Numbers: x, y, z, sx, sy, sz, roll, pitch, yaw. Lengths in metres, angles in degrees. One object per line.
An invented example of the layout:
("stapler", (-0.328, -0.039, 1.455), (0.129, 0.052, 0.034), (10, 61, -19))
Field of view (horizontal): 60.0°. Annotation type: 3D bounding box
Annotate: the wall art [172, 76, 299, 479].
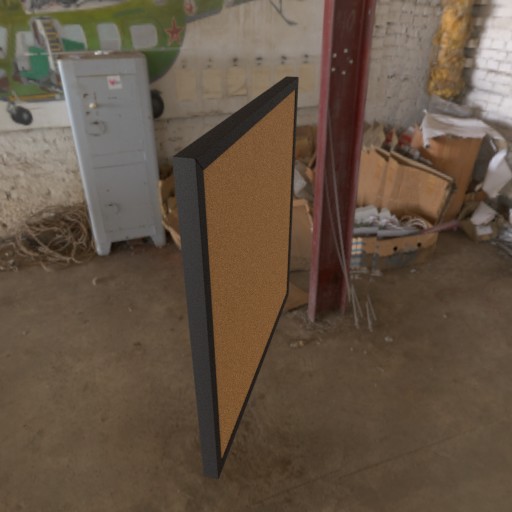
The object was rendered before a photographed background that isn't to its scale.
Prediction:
("wall art", (0.000, 0.000, 1.150), (0.037, 0.763, 0.763), (8, 32, 14))
